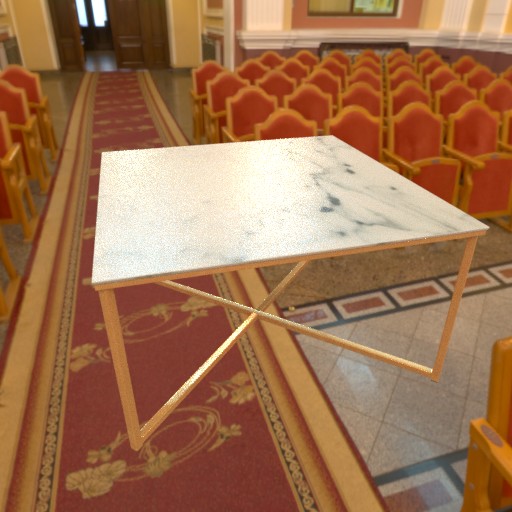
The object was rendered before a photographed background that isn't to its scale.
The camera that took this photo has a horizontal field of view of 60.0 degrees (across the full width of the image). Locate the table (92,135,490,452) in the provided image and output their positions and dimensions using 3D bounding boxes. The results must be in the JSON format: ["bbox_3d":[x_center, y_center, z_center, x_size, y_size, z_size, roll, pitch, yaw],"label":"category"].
[{"bbox_3d":[0.000,0.000,1.286,0.800,0.450,0.800,-8,30,-14],"label":"table"}]
